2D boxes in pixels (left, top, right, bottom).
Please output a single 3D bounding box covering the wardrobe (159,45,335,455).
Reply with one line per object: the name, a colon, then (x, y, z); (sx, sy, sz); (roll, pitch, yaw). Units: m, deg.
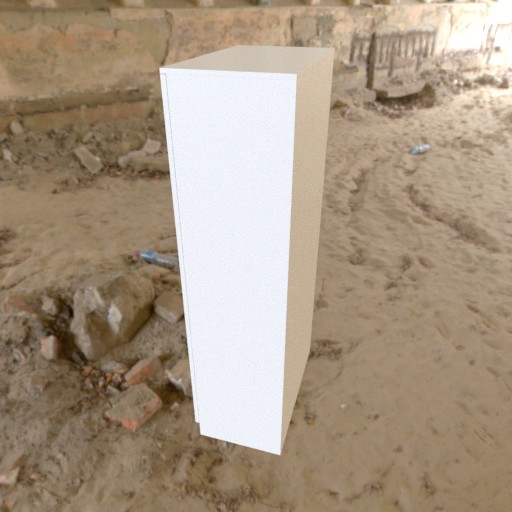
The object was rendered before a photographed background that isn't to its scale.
wardrobe: (0.000, 0.000, 2.056); (0.470, 1.700, 0.760); (9, 31, 14)
